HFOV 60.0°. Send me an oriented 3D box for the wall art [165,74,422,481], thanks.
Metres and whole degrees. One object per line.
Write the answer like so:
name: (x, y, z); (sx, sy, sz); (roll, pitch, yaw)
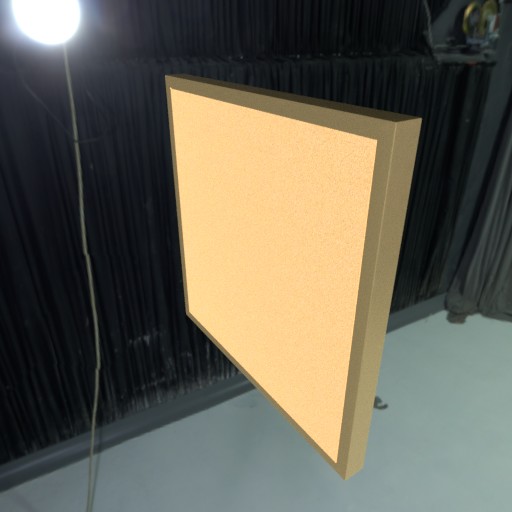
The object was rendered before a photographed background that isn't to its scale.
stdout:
wall art: (0.000, 0.000, 0.432); (0.023, 0.305, 0.305); (-18, 33, -30)
